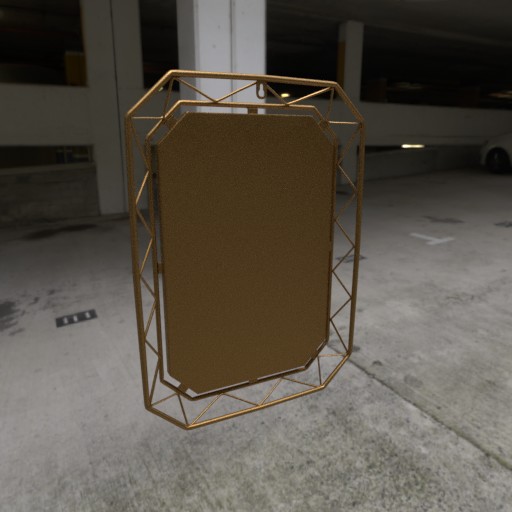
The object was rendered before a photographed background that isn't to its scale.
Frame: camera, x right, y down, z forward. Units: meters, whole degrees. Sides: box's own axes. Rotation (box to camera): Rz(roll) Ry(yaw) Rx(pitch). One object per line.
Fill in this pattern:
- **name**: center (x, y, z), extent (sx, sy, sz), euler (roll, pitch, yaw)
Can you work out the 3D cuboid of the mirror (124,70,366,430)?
- **mirror**: center (0.000, 0.000, 0.745), extent (0.417, 0.566, 0.042), euler (-7, 16, -27)
